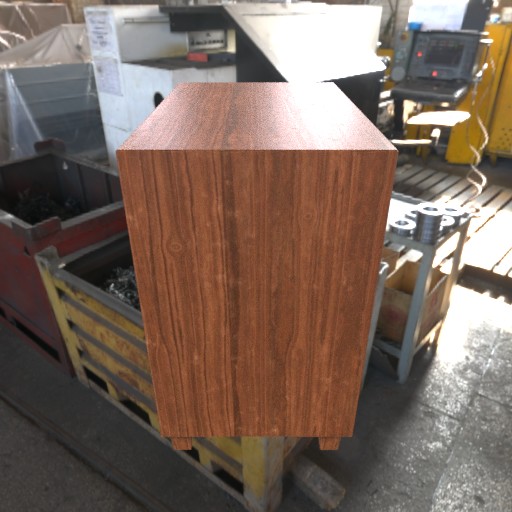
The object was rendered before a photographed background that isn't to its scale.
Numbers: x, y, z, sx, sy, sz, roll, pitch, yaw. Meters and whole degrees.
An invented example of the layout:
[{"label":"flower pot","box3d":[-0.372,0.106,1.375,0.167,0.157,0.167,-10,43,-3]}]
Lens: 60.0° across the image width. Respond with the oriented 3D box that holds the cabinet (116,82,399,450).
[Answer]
[{"label":"cabinet","box3d":[0.000,0.000,1.065,0.410,0.695,0.607,0,30,0]}]
